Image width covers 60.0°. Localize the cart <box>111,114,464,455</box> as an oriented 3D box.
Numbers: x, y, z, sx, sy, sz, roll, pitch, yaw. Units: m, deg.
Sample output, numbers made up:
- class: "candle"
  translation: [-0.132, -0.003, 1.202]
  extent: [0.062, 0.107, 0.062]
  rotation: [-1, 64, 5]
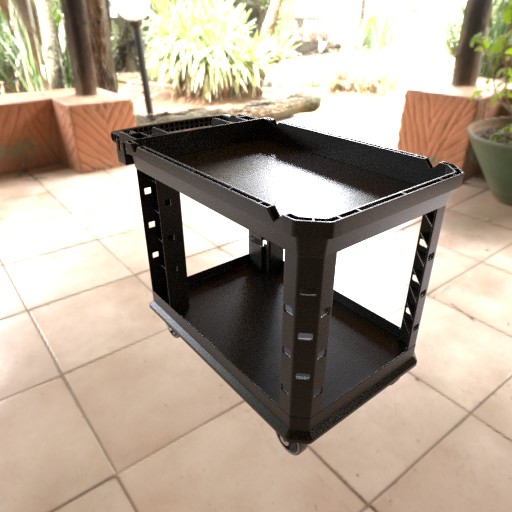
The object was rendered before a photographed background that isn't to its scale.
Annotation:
- class: "cart"
  translation: [0.000, 0.000, 1.763]
  extent: [0.674, 0.884, 1.239]
  rotation: [-21, 35, -33]
